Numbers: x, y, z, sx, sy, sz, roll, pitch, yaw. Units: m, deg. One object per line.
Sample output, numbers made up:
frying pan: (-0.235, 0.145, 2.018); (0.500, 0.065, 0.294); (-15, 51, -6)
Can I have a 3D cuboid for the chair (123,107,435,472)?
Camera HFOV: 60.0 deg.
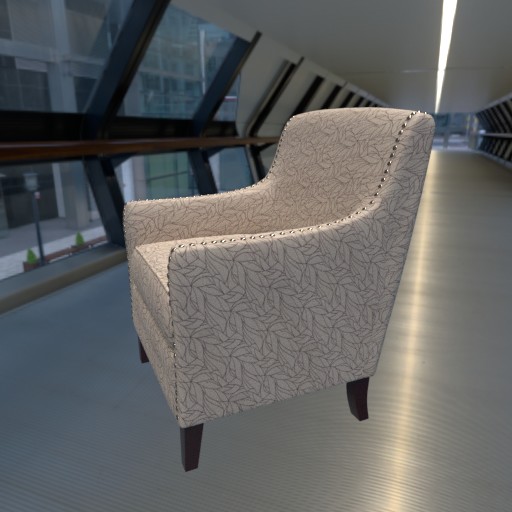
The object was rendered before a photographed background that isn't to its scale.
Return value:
chair: (0.000, 0.000, 1.278); (0.651, 0.816, 0.623); (-7, 18, -23)
